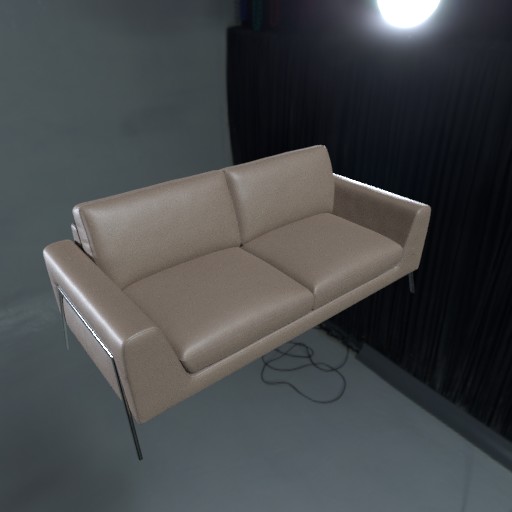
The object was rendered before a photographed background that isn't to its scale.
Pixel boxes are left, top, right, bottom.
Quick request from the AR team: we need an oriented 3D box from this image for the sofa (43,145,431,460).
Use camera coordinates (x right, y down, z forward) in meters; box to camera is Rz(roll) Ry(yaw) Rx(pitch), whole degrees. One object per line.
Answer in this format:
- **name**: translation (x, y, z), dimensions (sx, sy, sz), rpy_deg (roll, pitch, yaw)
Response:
- **sofa**: translation (0.000, 0.000, 2.525), dimensions (2.017, 0.875, 0.953), rpy_deg (-22, 36, -33)
